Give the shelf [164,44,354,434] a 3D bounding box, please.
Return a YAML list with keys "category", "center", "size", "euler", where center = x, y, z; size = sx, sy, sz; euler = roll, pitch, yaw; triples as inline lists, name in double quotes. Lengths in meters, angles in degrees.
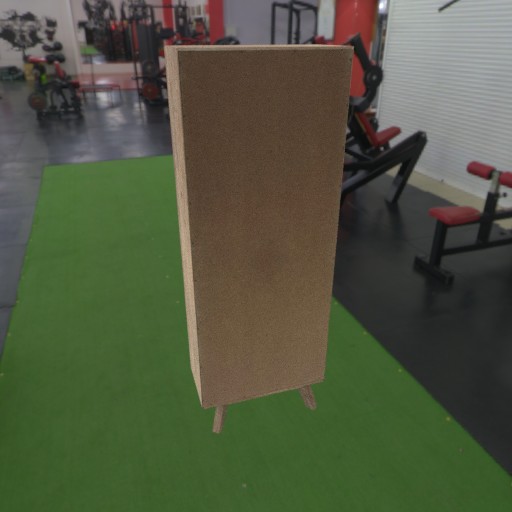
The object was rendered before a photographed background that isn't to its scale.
- category: "shelf"
  center: [0.000, 0.000, 1.566]
  size: [0.491, 1.342, 0.267]
  euler: [-8, 28, -16]
